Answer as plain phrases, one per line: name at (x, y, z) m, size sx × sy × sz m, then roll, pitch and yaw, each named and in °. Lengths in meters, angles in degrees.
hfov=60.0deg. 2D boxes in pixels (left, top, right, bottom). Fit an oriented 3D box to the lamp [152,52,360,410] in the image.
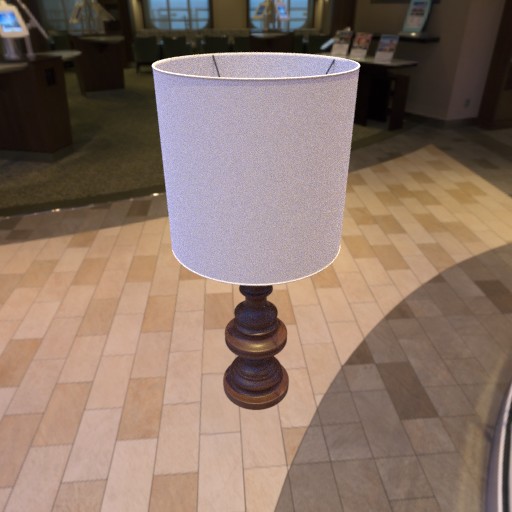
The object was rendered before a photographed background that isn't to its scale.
lamp at (0.000, 0.000, 0.567) m, size 0.208 × 0.455 × 0.208 m, roll 22°, pitch 37°, yaw 33°
